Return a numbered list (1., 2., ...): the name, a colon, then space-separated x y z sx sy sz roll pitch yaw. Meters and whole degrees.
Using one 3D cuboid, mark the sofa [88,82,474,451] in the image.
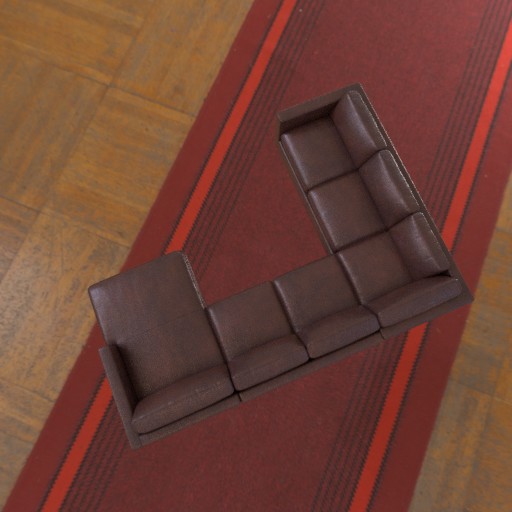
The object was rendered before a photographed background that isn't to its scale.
1. sofa: 0.000 0.000 4.432 3.324 0.891 2.452 -22 78 -5
